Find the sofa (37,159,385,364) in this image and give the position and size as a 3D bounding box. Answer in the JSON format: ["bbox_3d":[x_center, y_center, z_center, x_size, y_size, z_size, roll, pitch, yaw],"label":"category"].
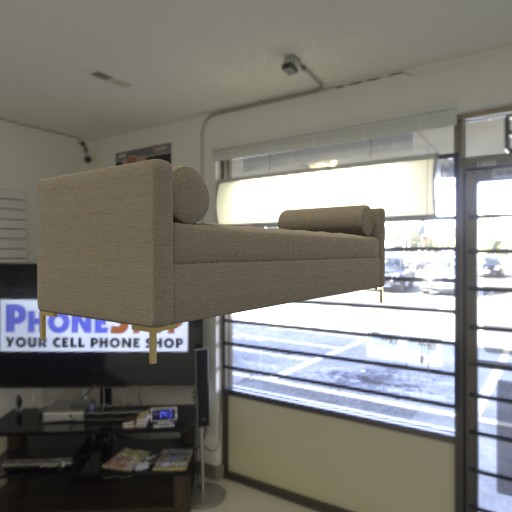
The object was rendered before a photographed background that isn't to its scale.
[{"bbox_3d":[0.000,0.000,2.325,0.686,0.635,1.981,0,1,36],"label":"sofa"}]
